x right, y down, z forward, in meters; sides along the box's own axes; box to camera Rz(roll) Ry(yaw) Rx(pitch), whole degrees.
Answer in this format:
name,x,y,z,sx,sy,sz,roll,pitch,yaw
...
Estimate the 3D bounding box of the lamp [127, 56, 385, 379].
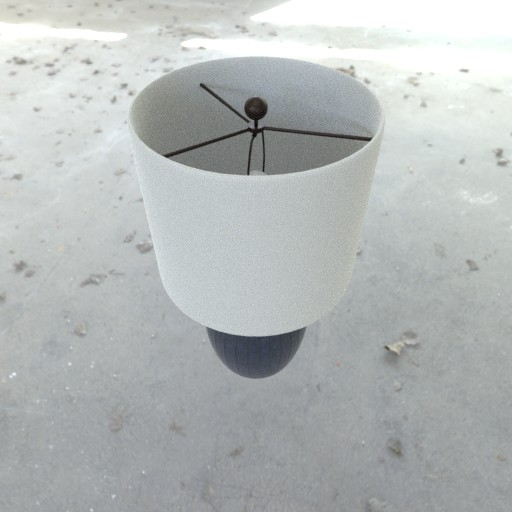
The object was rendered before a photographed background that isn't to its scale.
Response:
name,x,y,z,sx,sy,sz,roll,pitch,yaw
lamp,0.000,0.000,0.763,0.329,0.570,0.329,9,45,9
